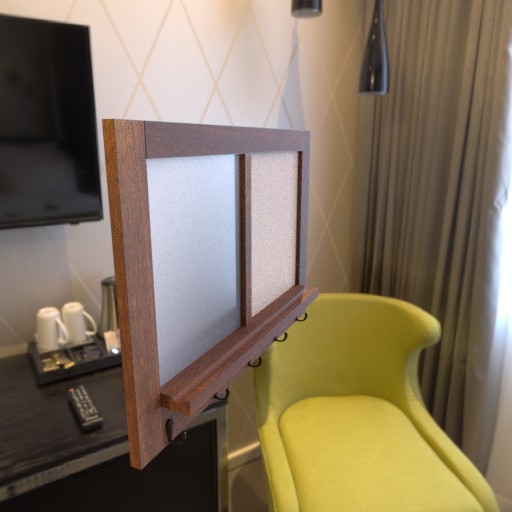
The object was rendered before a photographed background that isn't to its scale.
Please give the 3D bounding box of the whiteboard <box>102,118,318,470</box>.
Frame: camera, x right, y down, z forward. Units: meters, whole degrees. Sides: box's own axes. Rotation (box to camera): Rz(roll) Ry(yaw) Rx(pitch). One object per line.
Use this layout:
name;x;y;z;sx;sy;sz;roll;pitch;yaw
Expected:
whiteboard;0.000;0.000;0.997;0.083;0.559;0.783;7;16;25
